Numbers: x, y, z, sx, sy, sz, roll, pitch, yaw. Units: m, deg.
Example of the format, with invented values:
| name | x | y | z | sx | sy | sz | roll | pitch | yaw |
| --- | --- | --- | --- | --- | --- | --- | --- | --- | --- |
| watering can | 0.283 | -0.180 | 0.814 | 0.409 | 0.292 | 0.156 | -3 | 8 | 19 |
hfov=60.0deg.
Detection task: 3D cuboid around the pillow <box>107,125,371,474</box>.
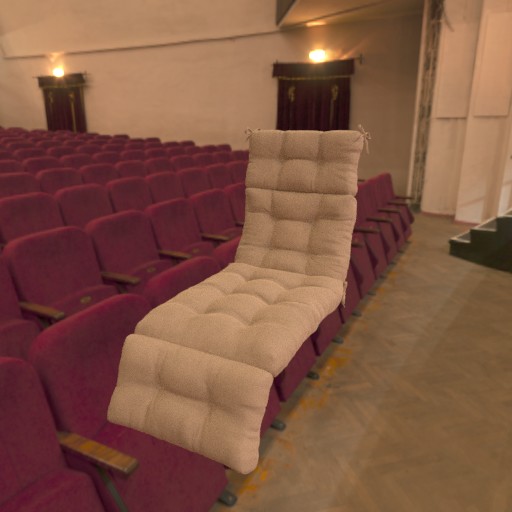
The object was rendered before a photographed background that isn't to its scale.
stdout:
| name | x | y | z | sx | sy | sz | roll | pitch | yaw |
| --- | --- | --- | --- | --- | --- | --- | --- | --- | --- |
| pillow | 0.000 | 0.000 | 1.515 | 0.526 | 0.863 | 1.016 | 8 | 18 | 26 |
